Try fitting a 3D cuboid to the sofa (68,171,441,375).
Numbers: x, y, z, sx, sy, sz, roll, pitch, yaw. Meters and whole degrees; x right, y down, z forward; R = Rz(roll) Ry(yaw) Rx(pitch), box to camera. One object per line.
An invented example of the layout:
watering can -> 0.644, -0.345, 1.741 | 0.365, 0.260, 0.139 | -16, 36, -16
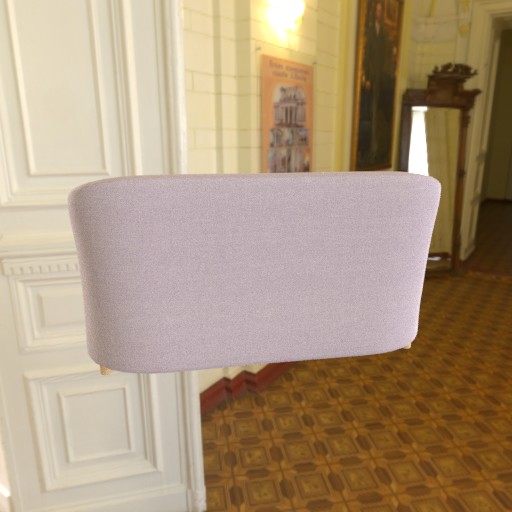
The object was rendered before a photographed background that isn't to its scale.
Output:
sofa -> 0.000, 0.000, 1.817 | 1.452, 0.721, 0.705 | -3, 15, -10
